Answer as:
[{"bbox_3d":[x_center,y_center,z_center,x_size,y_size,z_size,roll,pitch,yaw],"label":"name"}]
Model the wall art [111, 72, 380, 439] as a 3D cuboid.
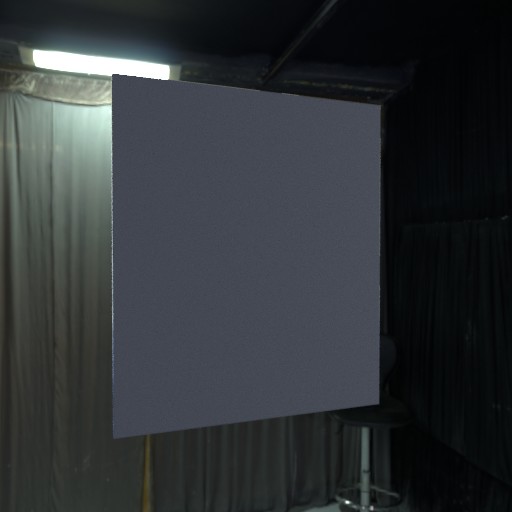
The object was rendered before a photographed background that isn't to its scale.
[{"bbox_3d":[0.000,0.000,0.705,0.435,0.511,0.037,0,1,-19],"label":"wall art"}]
